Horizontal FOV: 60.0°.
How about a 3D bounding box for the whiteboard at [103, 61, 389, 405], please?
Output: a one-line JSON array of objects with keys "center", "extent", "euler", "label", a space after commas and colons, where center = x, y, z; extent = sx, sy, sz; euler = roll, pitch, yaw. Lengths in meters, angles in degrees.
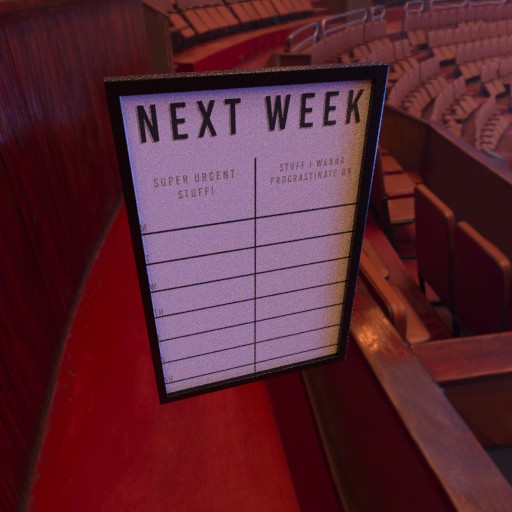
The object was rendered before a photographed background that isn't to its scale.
[{"center": [0.000, 0.000, 0.777], "extent": [0.406, 0.611, 0.026], "euler": [-10, 34, -15], "label": "whiteboard"}]
